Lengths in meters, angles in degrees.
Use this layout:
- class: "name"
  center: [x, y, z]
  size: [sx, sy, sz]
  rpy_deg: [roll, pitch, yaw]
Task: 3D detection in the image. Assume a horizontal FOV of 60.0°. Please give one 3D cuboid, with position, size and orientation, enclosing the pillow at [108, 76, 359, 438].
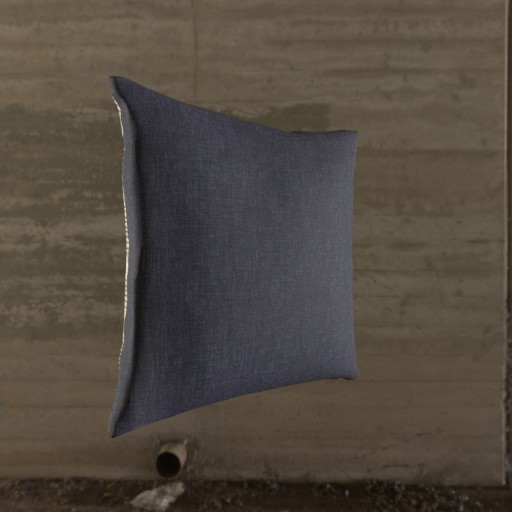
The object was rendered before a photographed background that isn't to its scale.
- class: "pillow"
  center: [0.000, 0.000, 0.768]
  size: [0.510, 0.510, 0.145]
  rpy_deg: [-1, 1, -35]
